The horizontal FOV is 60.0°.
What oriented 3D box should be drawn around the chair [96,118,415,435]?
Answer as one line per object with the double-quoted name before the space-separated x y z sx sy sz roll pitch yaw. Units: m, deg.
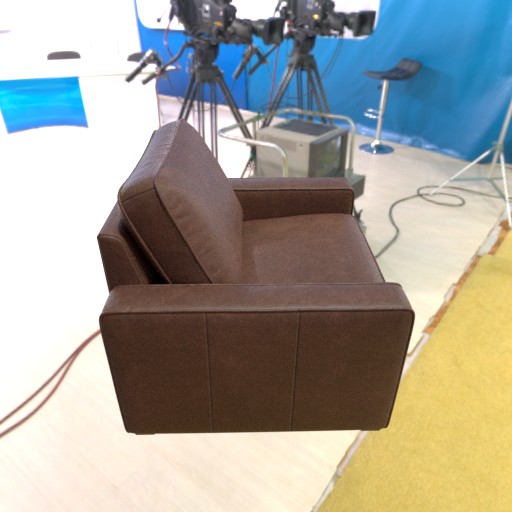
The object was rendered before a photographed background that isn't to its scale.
"chair" 0.000 0.000 1.742 0.940 0.919 1.017 -1 32 -1
